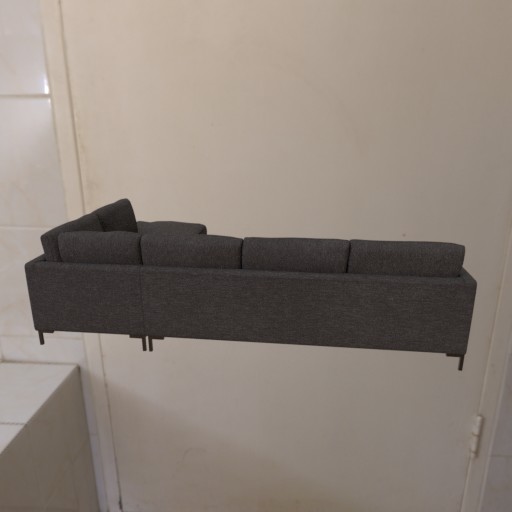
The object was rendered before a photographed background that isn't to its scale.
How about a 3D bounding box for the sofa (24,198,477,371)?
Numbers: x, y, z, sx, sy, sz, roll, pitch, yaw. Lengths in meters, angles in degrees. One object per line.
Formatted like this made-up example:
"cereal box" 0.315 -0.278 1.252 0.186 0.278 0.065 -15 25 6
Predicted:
"sofa" 0.000 0.000 3.790 2.949 0.815 2.007 2 18 6
